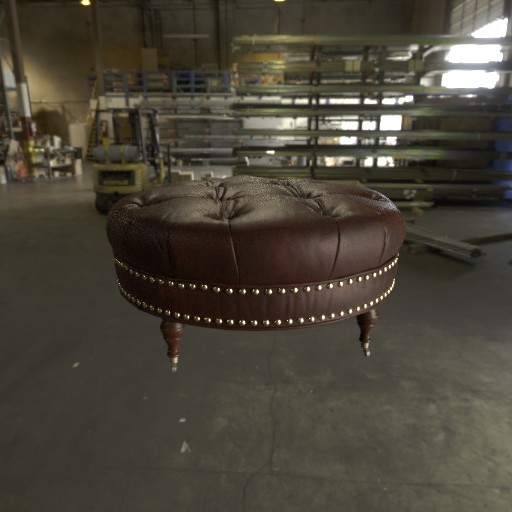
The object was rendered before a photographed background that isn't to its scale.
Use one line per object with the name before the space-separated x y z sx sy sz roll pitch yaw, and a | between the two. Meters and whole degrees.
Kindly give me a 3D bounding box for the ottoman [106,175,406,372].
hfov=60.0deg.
ottoman | 0.000 0.000 1.404 0.901 0.455 0.901 0 16 0
